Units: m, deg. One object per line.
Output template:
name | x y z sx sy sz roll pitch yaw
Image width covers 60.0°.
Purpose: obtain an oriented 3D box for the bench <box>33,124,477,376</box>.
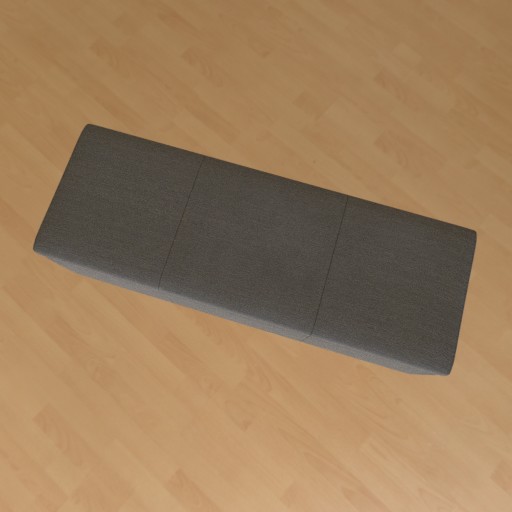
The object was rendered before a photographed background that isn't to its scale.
bench | 0.000 0.000 1.498 1.269 0.438 0.446 16 77 4
